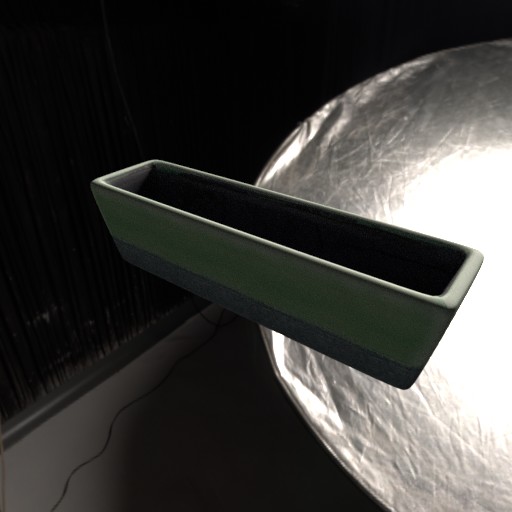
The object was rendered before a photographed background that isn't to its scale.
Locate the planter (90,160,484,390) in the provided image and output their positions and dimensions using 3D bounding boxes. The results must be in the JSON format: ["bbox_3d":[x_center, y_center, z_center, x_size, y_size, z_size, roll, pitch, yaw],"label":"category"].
[{"bbox_3d":[0.000,0.000,0.314,0.275,0.072,0.072,21,36,31],"label":"planter"}]
